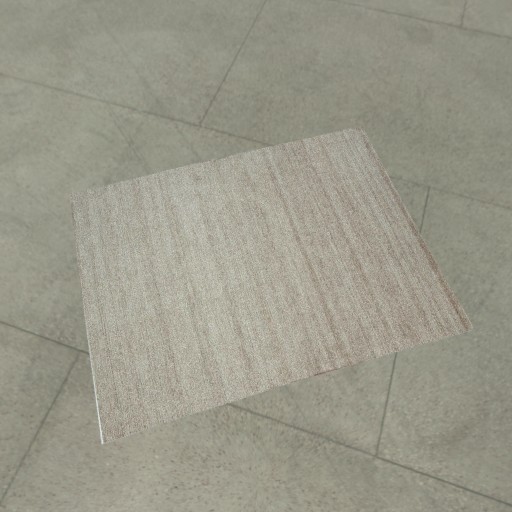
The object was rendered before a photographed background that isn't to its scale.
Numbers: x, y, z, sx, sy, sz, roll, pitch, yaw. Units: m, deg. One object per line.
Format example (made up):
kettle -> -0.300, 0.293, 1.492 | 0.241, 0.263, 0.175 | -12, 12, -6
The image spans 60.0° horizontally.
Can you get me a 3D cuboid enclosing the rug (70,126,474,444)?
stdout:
rug -> 0.000, 0.000, 4.131 | 3.202, 0.045, 2.434 | -15, 64, -8
